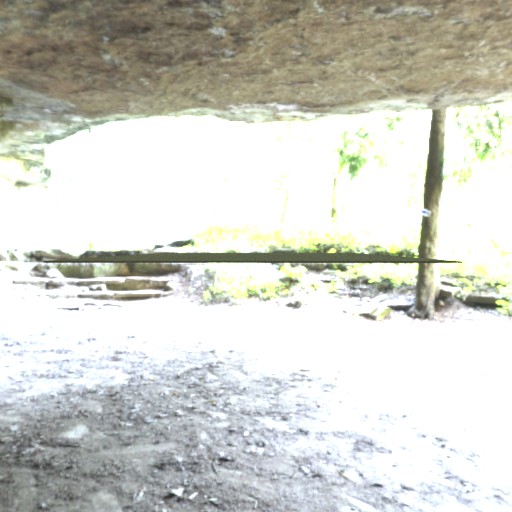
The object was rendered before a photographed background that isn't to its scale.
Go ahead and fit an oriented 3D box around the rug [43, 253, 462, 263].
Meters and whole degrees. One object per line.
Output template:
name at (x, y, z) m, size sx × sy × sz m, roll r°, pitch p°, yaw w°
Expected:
rug at (0.000, 0.000, 3.475) m, size 2.073 × 0.011 × 2.584 m, roll 0°, pitch 1°, yaw 1°
